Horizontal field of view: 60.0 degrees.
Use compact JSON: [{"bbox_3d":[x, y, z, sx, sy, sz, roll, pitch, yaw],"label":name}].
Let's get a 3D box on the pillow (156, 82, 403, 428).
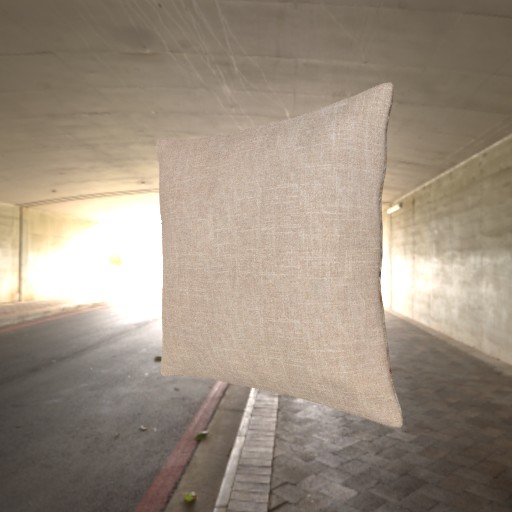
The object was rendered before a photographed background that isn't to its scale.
[{"bbox_3d":[0.000,0.000,0.799,0.523,0.506,0.166,-1,-1,37],"label":"pillow"}]
